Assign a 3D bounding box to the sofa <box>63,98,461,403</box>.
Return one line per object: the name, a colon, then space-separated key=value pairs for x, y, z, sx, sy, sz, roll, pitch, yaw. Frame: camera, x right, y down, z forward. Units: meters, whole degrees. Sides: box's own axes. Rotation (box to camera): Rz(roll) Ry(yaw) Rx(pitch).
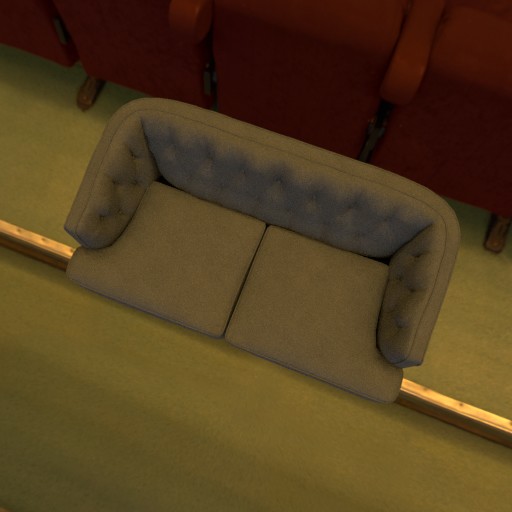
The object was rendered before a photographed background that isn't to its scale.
sofa: x=0.000 y=0.000 z=2.273 sx=1.733 sy=0.855 sz=0.941 roll=20 pitch=76 yaw=5
